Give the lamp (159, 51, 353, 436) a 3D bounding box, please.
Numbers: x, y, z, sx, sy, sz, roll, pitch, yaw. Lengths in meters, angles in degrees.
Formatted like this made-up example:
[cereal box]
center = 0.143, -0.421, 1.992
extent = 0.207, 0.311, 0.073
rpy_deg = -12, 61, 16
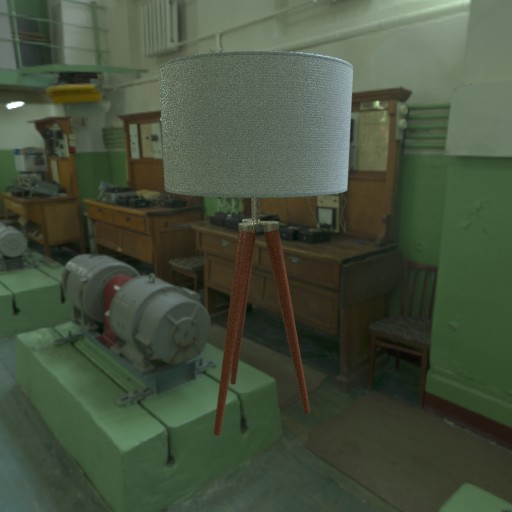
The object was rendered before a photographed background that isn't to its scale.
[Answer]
[lamp]
center = 0.000, 0.000, 0.910
extent = 0.354, 0.709, 0.355
rpy_deg = -13, 18, -42
